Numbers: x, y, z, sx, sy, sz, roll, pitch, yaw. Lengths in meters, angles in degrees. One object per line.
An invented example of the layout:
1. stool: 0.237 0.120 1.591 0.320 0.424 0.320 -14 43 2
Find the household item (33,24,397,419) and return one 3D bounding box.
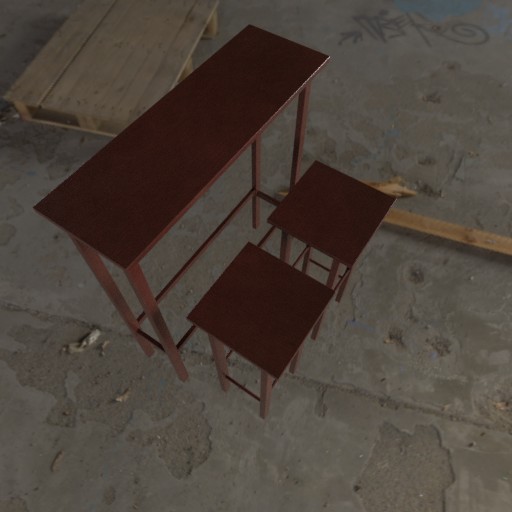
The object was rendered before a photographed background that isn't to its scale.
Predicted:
1. household item: 0.000 0.000 1.616 0.676 1.067 0.914 30 63 17
